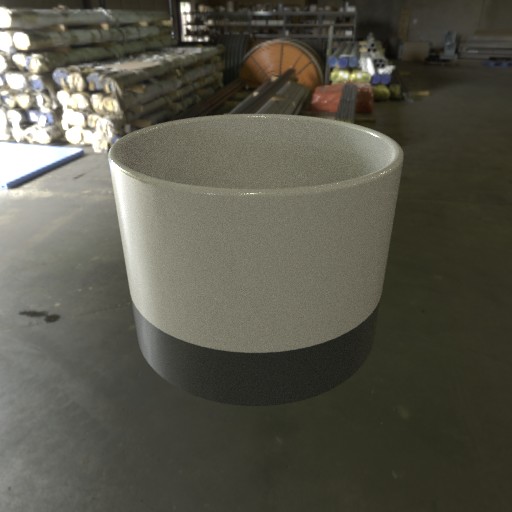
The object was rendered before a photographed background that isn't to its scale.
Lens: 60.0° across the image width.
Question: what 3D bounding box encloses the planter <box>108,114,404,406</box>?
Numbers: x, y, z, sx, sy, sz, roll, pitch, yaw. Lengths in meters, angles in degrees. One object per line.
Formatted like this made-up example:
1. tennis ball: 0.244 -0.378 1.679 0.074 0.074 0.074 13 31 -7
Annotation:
1. planter: 0.000 0.000 0.343 0.193 0.177 0.193 0 29 0
